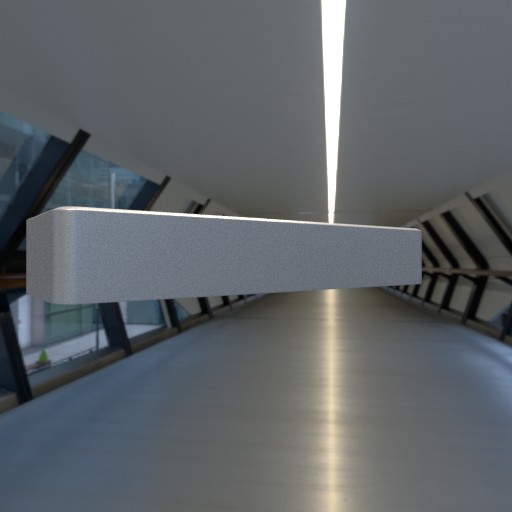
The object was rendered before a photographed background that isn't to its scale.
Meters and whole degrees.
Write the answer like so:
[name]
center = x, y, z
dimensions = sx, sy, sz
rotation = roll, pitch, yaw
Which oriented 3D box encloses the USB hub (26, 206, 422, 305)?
[USB hub]
center = 0.000, 0.000, 0.161
dimensions = 0.145, 0.023, 0.044
rotation = 0, 0, -36
